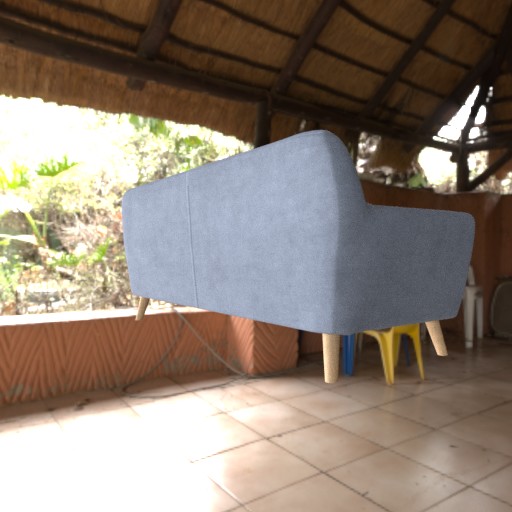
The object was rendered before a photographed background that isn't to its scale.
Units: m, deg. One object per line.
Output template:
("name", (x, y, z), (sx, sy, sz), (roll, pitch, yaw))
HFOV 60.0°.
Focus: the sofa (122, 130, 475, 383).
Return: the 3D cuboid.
("sofa", (0.000, 0.000, 2.351), (0.830, 0.830, 1.970), (0, 0, -36))
